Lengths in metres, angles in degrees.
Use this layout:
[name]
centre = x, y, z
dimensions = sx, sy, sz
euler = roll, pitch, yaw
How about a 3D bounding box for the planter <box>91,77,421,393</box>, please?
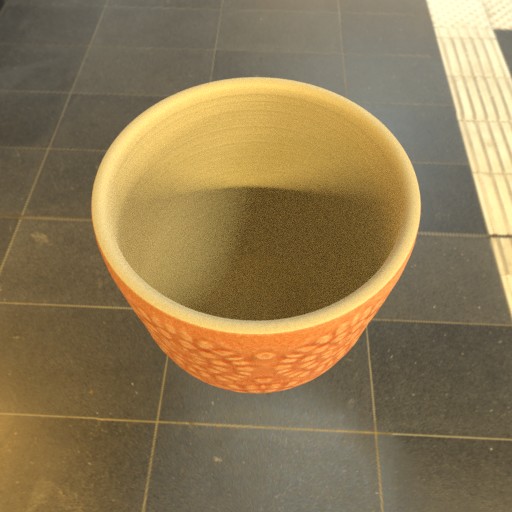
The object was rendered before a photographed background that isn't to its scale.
[planter]
centre = 0.000, 0.000, 0.213
dimensions = 0.124, 0.109, 0.124
euler = 0, 59, 0
